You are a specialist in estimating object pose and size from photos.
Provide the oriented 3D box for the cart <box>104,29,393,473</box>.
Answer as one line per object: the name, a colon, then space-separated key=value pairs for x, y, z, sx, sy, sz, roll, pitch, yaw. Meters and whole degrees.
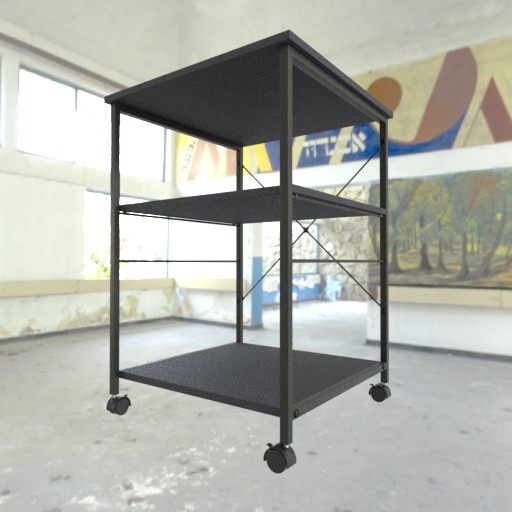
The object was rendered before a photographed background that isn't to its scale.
cart: x=0.000 y=0.000 z=1.112 sx=0.521 sy=0.762 sz=0.520 roll=-1 pitch=-1 yaw=36
